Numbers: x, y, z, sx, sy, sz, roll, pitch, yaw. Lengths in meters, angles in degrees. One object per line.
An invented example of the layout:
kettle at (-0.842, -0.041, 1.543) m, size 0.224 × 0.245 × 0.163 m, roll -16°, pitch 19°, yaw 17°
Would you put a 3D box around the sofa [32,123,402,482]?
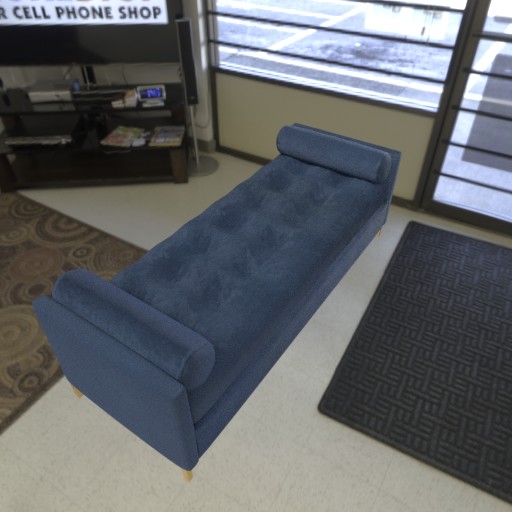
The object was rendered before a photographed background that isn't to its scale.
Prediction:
sofa at (0.000, 0.000, 2.440) m, size 0.796 × 0.705 × 2.102 m, roll 24°, pitch 46°, yaw 25°
